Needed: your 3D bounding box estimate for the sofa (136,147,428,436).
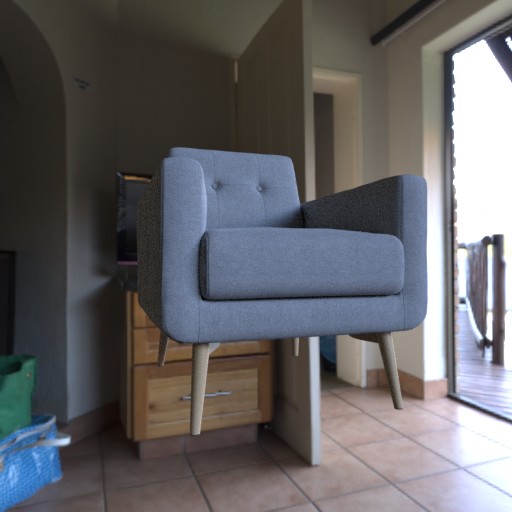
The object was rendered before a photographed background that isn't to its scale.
[{"bbox_3d":[0.000,0.000,1.541,0.770,0.860,0.920,0,-1,-19],"label":"sofa"}]
